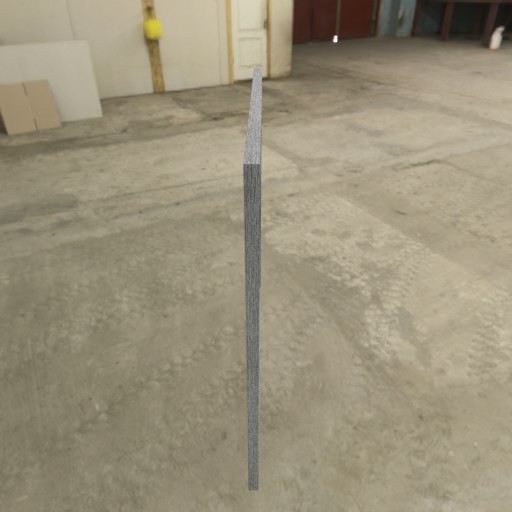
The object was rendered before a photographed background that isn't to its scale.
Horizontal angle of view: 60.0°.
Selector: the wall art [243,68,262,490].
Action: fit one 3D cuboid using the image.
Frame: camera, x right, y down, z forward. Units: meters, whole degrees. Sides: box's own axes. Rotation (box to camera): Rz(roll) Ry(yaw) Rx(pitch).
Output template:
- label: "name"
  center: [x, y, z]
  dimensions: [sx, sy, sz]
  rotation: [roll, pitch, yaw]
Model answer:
- label: "wall art"
  center: [0.000, 0.000, 1.001]
  dimensions: [0.020, 0.685, 0.685]
  rotation: [0, 32, 1]
